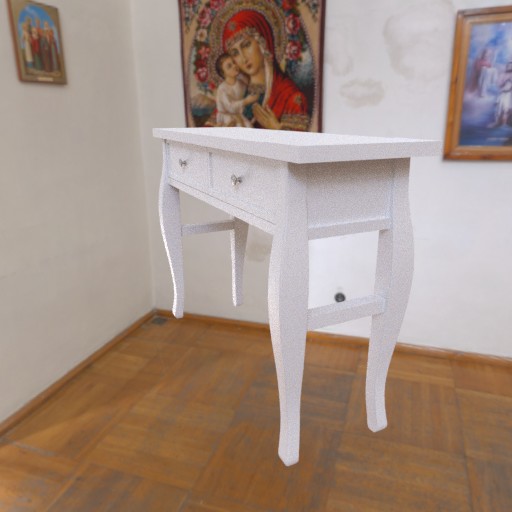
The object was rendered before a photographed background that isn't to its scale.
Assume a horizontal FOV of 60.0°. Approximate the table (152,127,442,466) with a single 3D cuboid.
[{"bbox_3d":[0.000,0.000,1.433,0.373,0.768,1.062,-9,20,-25],"label":"table"}]
